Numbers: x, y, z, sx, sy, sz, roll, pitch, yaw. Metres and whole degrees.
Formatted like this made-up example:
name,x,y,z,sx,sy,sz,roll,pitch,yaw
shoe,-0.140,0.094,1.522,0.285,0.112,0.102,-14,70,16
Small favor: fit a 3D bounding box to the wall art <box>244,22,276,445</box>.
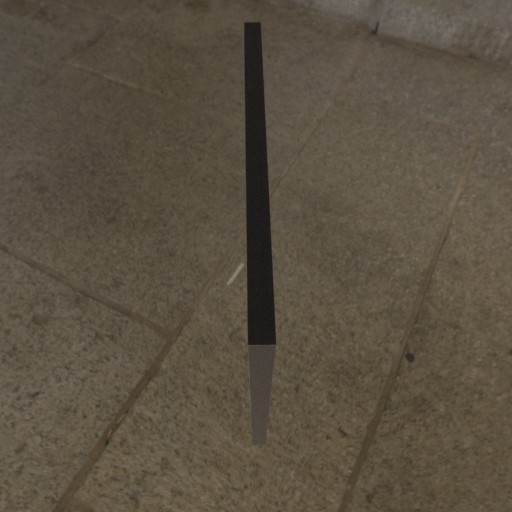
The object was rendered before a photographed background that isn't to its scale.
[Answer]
name,x,y,z,sx,sy,sz,roll,pitch,yaw
wall art,0.000,0.000,1.115,0.038,0.762,0.762,-1,58,-1
